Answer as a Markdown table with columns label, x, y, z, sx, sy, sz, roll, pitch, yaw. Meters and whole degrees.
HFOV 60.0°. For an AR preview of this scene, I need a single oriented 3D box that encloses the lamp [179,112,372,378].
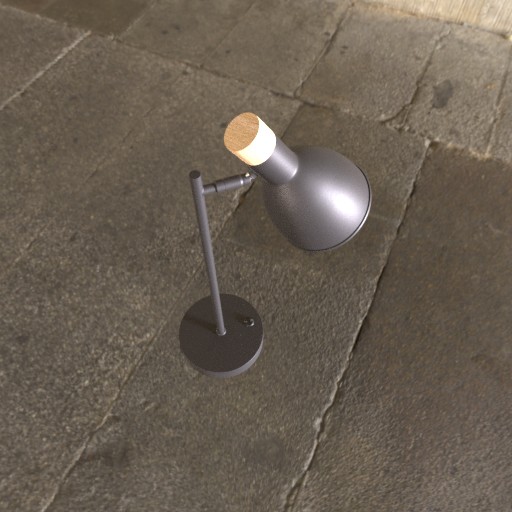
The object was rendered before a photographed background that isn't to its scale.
| label | x | y | z | sx | sy | sz | roll | pitch | yaw |
| --- | --- | --- | --- | --- | --- | --- | --- | --- | --- |
| lamp | 0.000 | 0.000 | 0.619 | 0.287 | 0.483 | 0.152 | -17 | 59 | -10 |
